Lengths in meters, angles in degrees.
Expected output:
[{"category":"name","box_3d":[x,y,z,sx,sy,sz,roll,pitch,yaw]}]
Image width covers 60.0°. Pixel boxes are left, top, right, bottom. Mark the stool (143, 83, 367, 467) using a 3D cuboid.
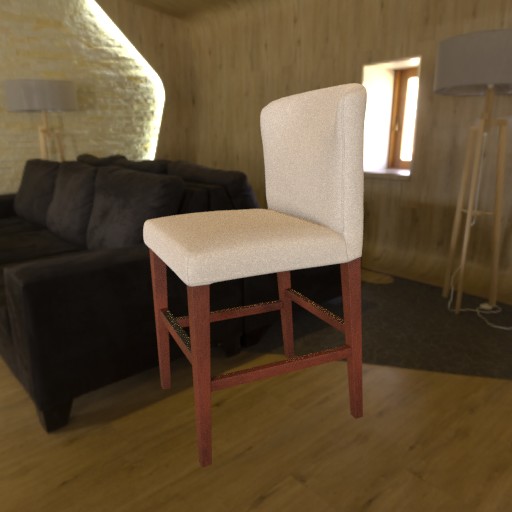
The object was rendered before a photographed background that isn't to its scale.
[{"category":"stool","box_3d":[0.000,0.000,1.312,0.568,0.968,0.479,-7,16,-25]}]
